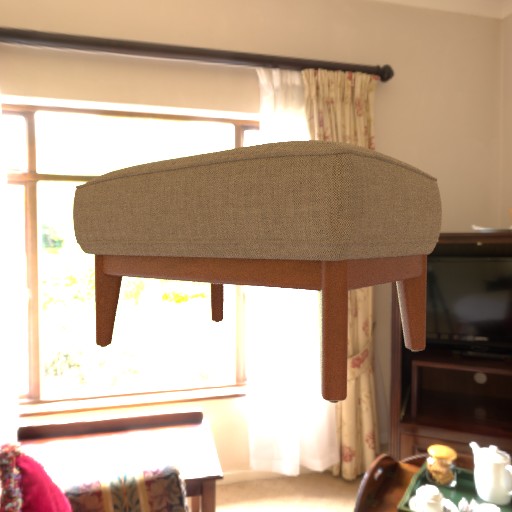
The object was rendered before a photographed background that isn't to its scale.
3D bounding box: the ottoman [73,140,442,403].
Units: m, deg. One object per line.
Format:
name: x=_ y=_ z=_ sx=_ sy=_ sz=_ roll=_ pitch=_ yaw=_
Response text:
ottoman: x=0.000 y=0.000 z=1.088 sx=0.750 sy=0.458 sz=0.555 roll=1 pitch=2 yaw=37
